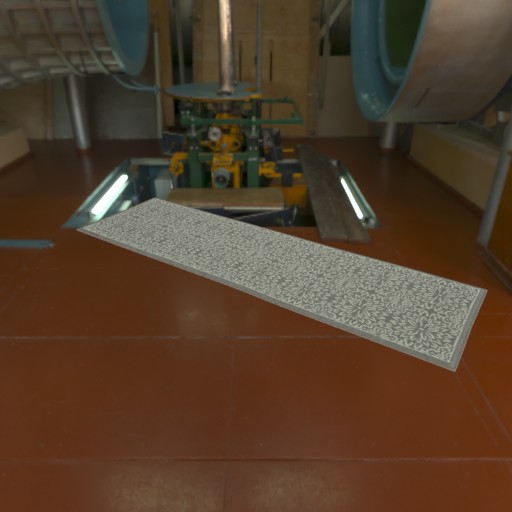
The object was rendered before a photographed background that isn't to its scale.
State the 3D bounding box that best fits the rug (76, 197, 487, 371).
[{"bbox_3d":[0.000,0.000,2.396,2.196,0.011,0.662,18,33,30],"label":"rug"}]
